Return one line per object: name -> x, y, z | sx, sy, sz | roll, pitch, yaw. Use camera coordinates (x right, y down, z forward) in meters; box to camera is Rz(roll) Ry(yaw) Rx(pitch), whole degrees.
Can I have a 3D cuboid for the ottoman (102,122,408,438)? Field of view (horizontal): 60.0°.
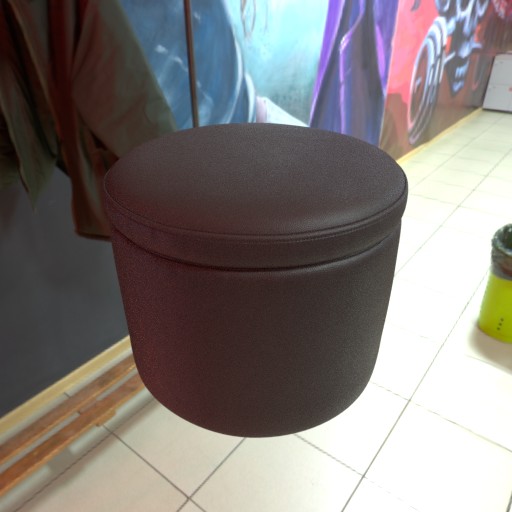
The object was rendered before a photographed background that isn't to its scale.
ottoman -> 0.000, 0.000, 0.830 | 0.500, 0.409, 0.500 | 0, 31, 0
